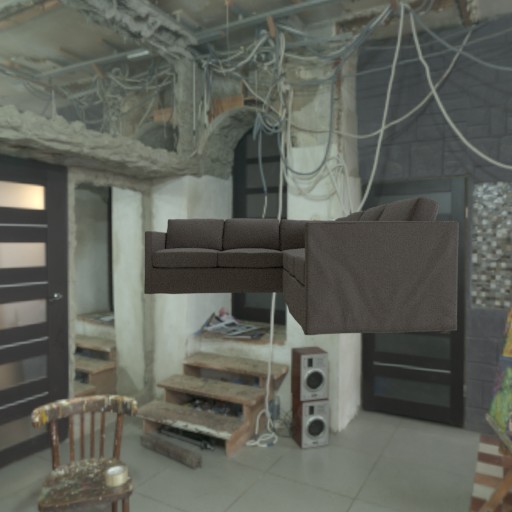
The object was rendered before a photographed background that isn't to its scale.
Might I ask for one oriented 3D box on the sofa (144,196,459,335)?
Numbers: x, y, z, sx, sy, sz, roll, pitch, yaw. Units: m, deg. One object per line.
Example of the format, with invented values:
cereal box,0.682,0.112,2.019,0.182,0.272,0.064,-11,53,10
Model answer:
sofa,0.000,0.000,4.232,2.432,0.871,3.182,0,2,0
